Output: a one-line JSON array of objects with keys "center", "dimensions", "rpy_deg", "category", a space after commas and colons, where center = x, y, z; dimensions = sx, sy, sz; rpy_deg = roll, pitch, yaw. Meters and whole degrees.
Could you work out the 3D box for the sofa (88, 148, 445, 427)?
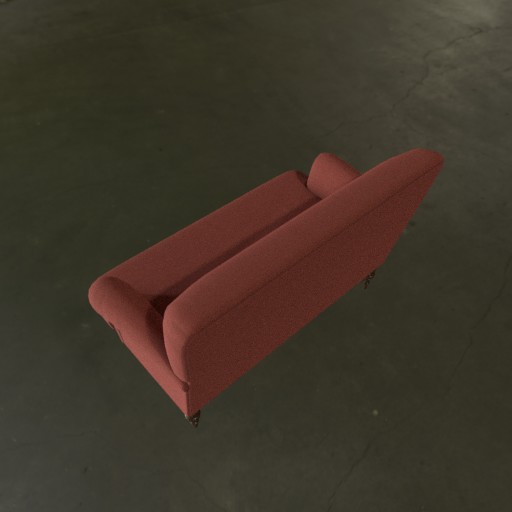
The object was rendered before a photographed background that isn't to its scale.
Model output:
[{"center": [0.000, 0.000, 1.851], "dimensions": [1.297, 0.889, 0.779], "rpy_deg": [-33, 56, -27], "category": "sofa"}]
